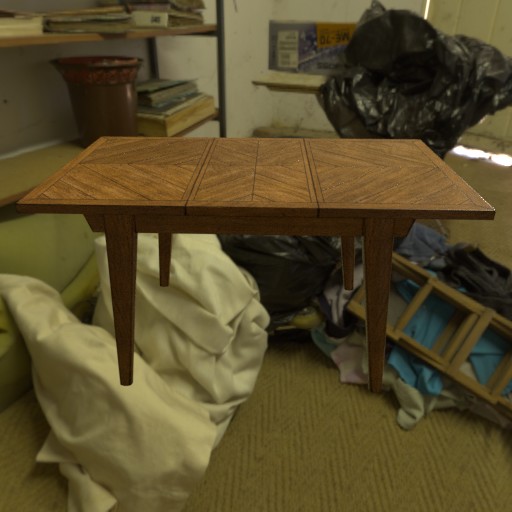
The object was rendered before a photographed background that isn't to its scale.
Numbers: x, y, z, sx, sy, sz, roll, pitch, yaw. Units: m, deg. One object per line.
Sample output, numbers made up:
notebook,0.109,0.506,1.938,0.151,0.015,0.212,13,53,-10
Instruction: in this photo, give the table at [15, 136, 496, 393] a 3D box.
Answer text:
table,0.000,0.000,1.804,1.400,0.760,0.757,1,30,2
